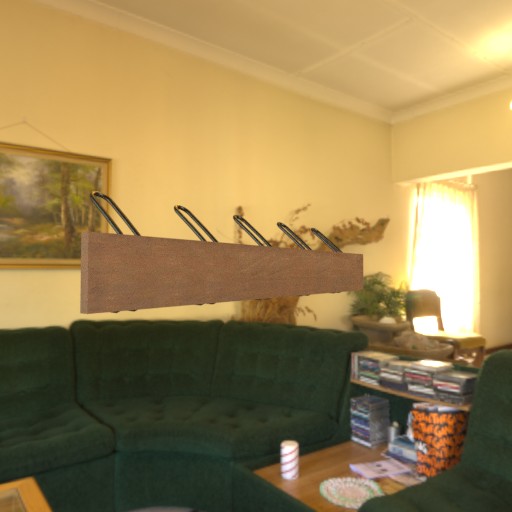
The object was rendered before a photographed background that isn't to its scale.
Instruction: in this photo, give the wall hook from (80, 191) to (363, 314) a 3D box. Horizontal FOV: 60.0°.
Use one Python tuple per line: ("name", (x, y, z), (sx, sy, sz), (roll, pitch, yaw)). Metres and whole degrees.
("wall hook", (0.000, 0.000, 0.592), (0.076, 0.116, 0.554), (-1, -2, 36))
